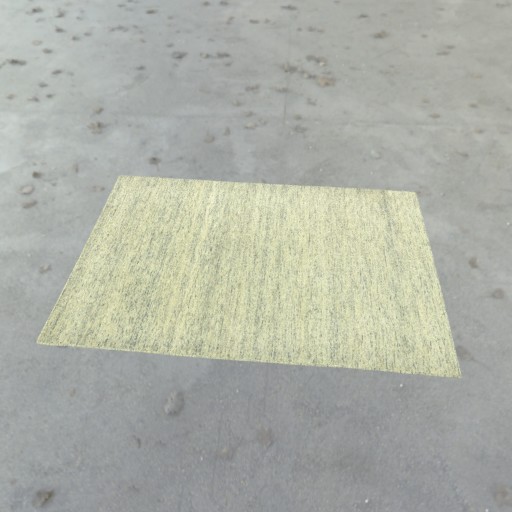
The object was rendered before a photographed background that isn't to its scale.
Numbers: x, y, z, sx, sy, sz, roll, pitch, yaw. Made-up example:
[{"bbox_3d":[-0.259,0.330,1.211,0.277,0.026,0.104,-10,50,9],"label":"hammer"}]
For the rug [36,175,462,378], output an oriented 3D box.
[{"bbox_3d":[0.000,0.000,2.328,1.846,0.014,1.243,4,47,4],"label":"rug"}]
